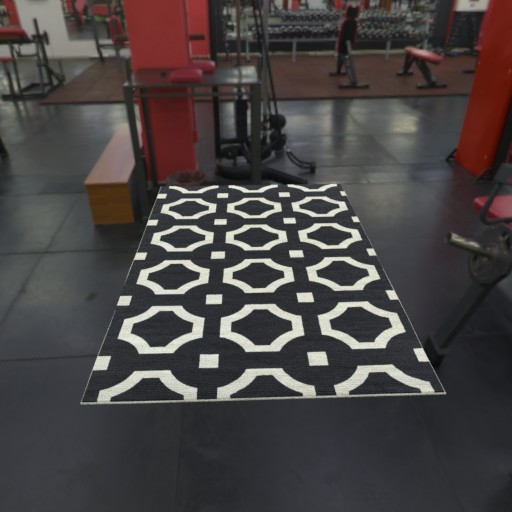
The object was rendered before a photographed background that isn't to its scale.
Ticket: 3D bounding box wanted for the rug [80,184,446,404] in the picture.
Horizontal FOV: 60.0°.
[{"bbox_3d":[0.000,0.000,2.844,1.555,0.016,2.286,-1,32,-2],"label":"rug"}]
